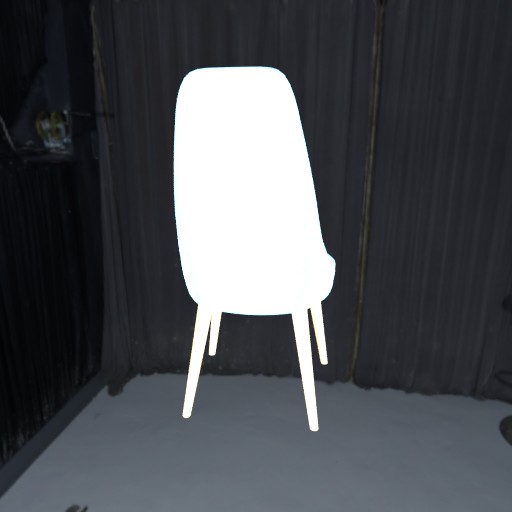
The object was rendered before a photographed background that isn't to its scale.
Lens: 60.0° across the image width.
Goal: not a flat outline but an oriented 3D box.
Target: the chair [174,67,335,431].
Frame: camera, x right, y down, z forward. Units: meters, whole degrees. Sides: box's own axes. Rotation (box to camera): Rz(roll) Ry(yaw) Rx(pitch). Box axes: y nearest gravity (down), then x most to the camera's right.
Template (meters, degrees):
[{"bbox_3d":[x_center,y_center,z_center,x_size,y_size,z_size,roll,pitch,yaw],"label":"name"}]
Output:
[{"bbox_3d":[0.000,0.000,1.421,0.510,1.040,0.660,2,16,9],"label":"chair"}]
